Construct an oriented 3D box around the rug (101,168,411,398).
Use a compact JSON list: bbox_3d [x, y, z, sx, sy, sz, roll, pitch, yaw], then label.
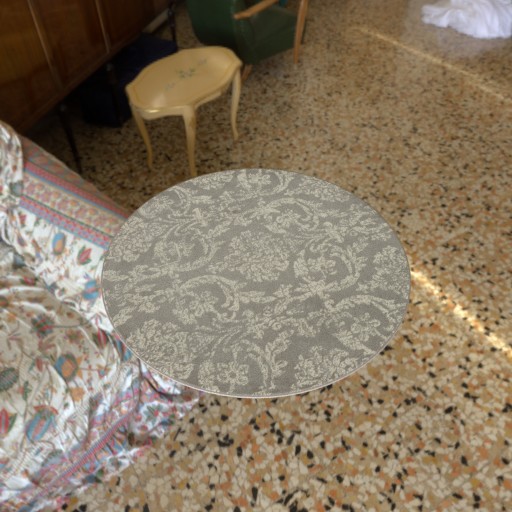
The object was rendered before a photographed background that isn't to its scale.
[{"bbox_3d":[0.000,0.000,2.341,1.593,0.012,1.593,0,46,0],"label":"rug"}]
